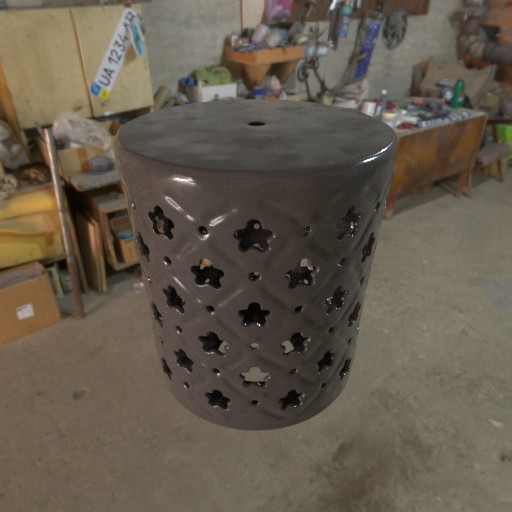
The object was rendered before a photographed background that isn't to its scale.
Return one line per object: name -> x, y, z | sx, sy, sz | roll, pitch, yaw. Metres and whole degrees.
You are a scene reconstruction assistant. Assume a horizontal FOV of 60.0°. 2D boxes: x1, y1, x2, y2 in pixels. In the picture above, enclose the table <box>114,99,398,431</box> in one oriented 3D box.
table -> 0.000, 0.000, 0.656 | 0.352, 0.387, 0.352 | 0, 30, 0
